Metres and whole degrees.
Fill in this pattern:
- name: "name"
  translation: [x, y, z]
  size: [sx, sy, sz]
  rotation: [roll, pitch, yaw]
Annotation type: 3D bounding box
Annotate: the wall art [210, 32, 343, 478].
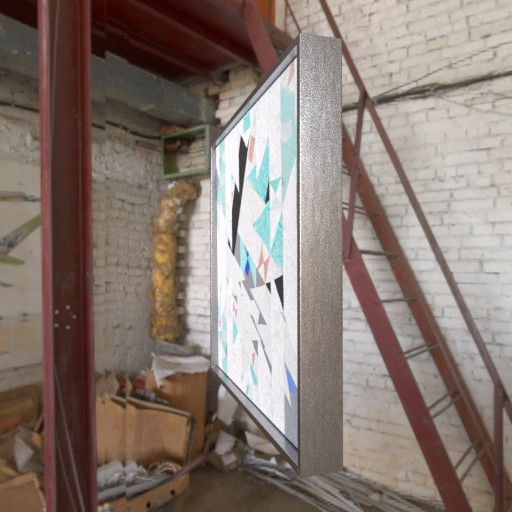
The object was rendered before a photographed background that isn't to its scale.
- name: "wall art"
  translation: [0.000, 0.000, 0.520]
  size: [0.038, 0.350, 0.350]
  rotation: [0, -1, -18]
